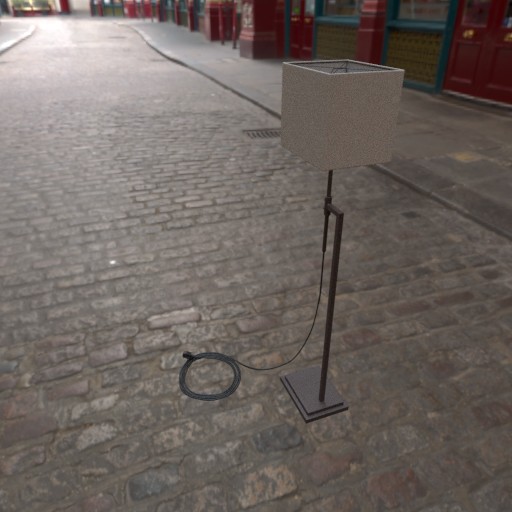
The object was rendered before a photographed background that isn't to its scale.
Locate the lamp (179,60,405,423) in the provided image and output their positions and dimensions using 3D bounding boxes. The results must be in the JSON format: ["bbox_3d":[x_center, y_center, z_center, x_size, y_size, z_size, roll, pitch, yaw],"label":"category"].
[{"bbox_3d":[0.000,0.000,2.001,0.774,1.600,0.698,-11,31,-18],"label":"lamp"}]
